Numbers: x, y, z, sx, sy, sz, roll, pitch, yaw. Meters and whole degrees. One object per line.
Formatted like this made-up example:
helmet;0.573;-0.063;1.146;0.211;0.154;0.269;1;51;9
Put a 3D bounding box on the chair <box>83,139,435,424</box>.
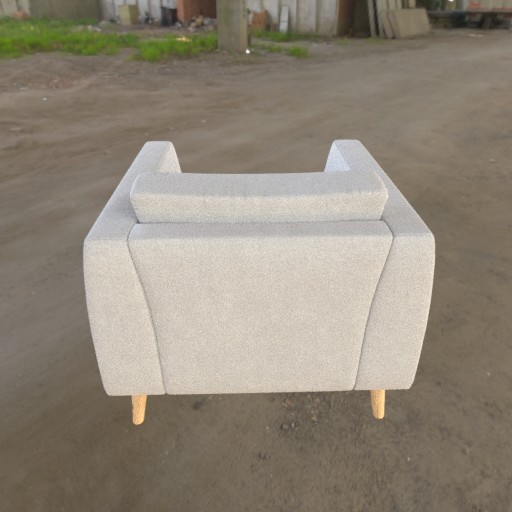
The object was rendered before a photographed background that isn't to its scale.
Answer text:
chair;0.000;0.000;1.702;1.000;0.860;0.930;-1;31;-1
